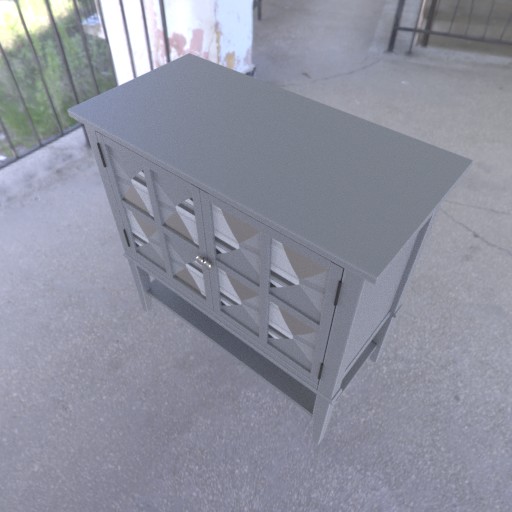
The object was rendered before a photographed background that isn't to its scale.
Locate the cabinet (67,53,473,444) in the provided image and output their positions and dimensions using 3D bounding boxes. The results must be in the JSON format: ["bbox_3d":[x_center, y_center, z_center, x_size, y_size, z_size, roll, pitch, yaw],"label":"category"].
[{"bbox_3d":[0.000,0.000,1.240,0.801,0.780,0.396,31,54,25],"label":"cabinet"}]
